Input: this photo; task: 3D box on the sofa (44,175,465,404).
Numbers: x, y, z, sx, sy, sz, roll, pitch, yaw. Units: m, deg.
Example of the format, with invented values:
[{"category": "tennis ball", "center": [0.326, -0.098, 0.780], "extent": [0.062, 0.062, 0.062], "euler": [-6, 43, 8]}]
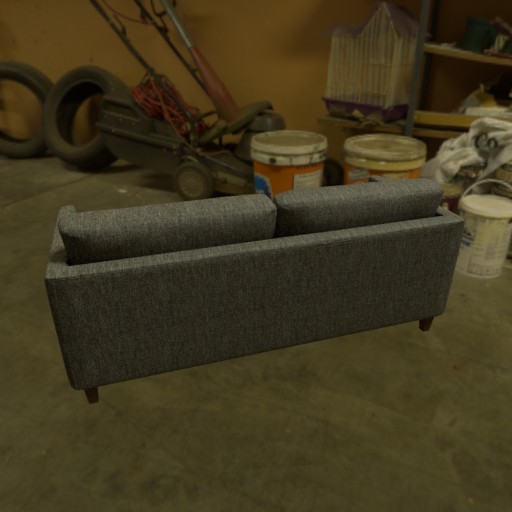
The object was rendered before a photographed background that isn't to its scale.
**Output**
[{"category": "sofa", "center": [0.000, 0.000, 2.688], "extent": [2.208, 0.960, 0.948], "euler": [-8, 28, -16]}]
